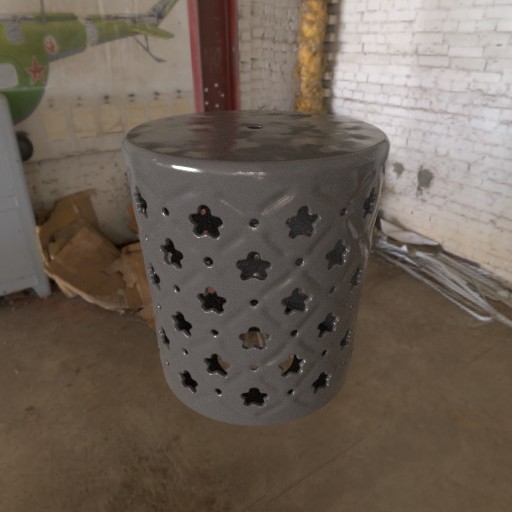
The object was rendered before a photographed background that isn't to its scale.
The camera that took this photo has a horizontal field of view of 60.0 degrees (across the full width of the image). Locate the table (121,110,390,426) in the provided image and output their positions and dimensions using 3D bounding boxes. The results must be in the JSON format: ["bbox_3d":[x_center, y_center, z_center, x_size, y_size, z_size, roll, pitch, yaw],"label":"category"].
[{"bbox_3d":[0.000,0.000,0.680,0.352,0.387,0.352,0,27,0],"label":"table"}]
